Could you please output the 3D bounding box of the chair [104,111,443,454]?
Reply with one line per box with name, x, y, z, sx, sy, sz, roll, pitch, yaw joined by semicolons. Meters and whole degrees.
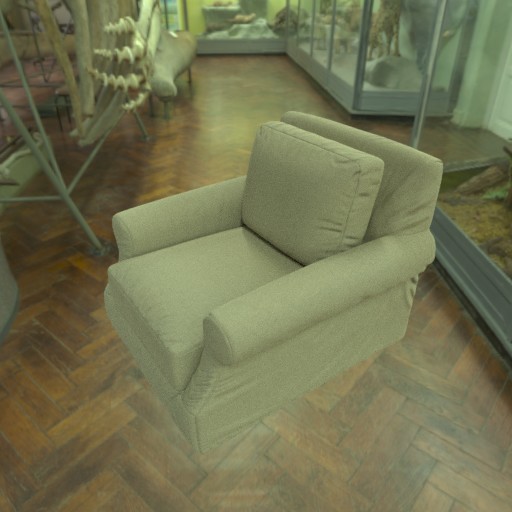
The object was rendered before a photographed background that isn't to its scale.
chair;0.000;0.000;1.752;1.066;0.866;0.940;-20;37;-29
